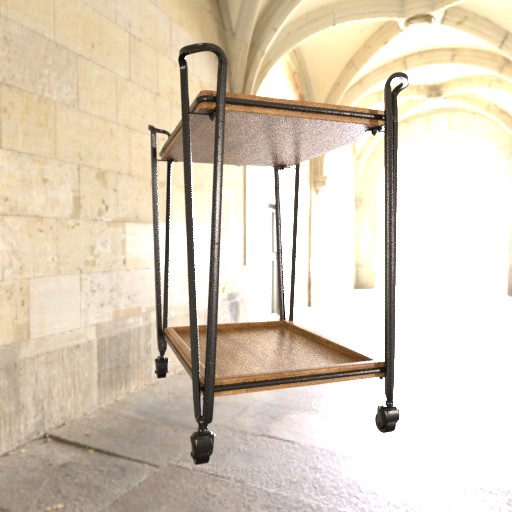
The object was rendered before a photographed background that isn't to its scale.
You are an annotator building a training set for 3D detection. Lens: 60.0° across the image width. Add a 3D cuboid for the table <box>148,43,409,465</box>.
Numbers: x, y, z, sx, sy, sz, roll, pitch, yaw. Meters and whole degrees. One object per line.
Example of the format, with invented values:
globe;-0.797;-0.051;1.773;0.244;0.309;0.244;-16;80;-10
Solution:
table;0.000;0.000;1.185;0.505;0.785;0.672;-1;2;-19
